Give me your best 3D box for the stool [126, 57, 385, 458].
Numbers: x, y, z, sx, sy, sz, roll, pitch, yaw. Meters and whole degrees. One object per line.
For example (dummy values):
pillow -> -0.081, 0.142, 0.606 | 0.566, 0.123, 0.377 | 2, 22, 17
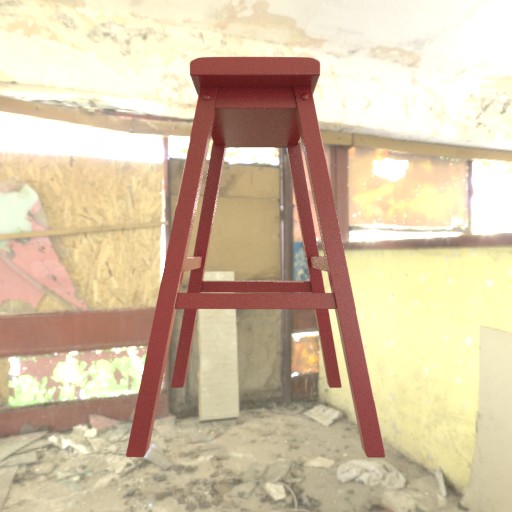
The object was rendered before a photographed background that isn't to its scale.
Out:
stool -> 0.000, 0.000, 1.039 | 0.476, 0.737, 0.457 | 0, 0, 0
